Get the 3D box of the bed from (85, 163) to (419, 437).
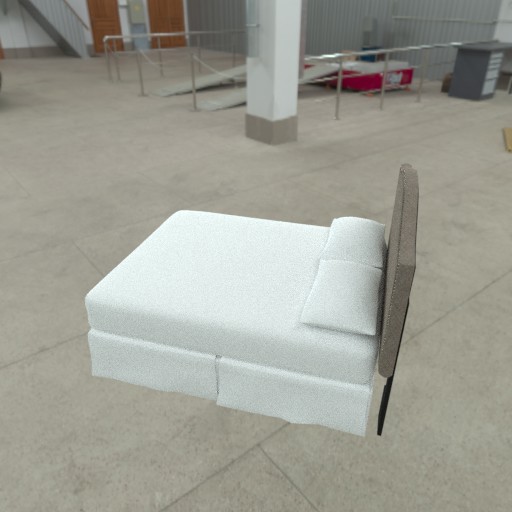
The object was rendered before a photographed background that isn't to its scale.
[{"bbox_3d":[0.000,0.000,3.413,2.153,1.518,1.713,8,31,14],"label":"bed"}]
